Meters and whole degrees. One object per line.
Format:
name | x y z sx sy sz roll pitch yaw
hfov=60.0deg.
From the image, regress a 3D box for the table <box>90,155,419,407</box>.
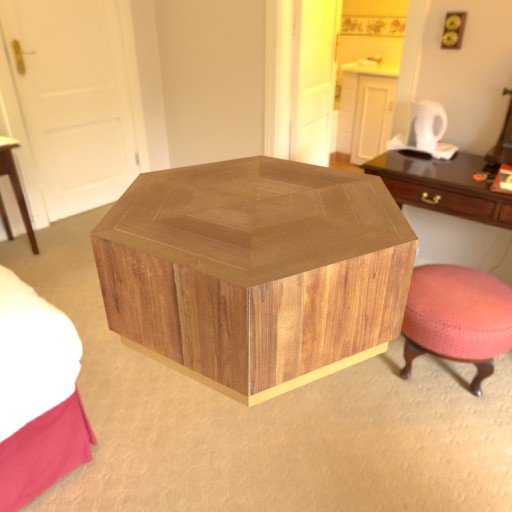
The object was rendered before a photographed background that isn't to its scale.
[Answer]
table | 0.000 0.000 1.707 1.000 0.456 1.154 1 29 2
